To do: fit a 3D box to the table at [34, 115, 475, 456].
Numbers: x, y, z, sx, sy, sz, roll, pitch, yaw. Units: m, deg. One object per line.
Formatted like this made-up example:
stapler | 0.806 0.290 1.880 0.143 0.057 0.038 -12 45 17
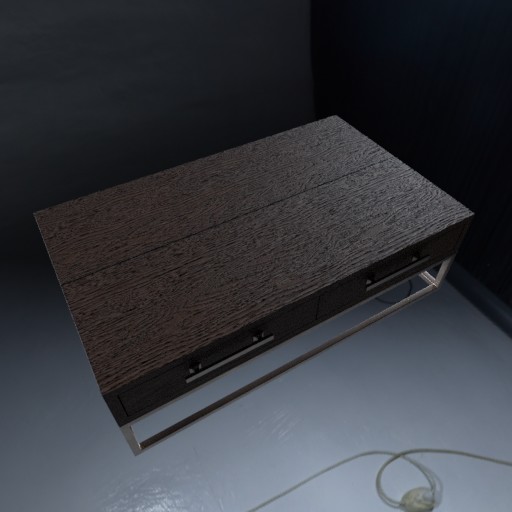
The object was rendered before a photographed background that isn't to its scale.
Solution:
table | 0.000 0.000 1.486 1.167 0.361 0.719 -23 51 -21
